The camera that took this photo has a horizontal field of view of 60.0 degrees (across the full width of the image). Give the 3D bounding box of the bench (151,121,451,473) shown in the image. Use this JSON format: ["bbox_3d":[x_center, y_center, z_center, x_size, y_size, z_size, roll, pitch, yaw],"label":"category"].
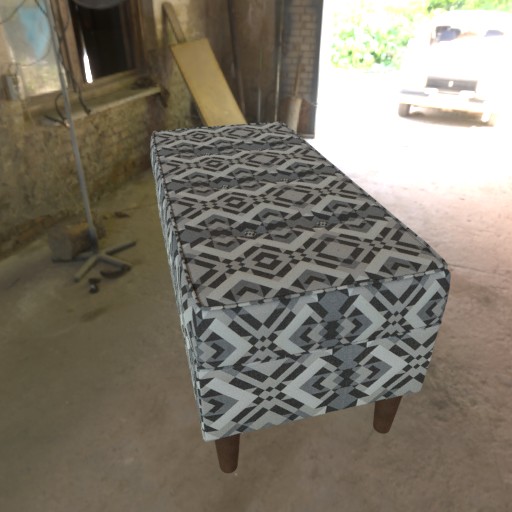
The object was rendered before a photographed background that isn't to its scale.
[{"bbox_3d":[0.000,0.000,1.268,0.492,0.477,1.016,-8,33,-13],"label":"bench"}]
